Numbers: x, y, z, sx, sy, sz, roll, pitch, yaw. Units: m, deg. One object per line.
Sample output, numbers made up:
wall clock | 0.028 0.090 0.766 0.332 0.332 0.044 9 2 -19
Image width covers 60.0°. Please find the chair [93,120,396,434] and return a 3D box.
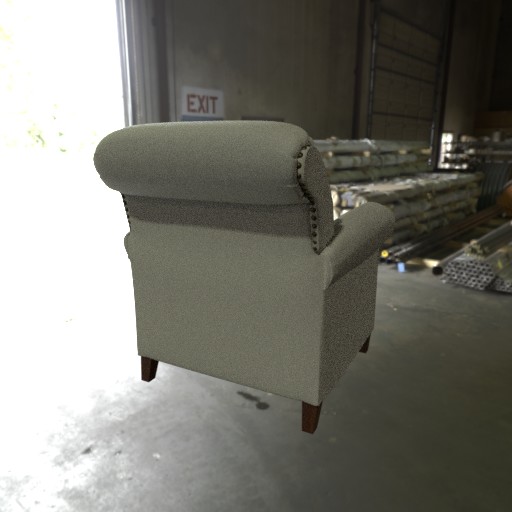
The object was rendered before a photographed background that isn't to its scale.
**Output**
chair | 0.000 0.000 1.635 0.854 0.927 0.890 7 16 27
